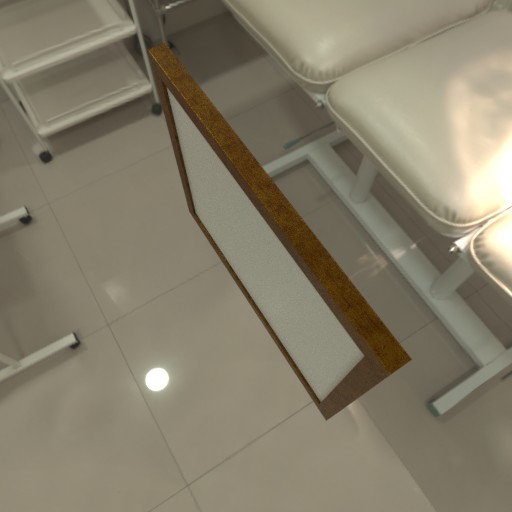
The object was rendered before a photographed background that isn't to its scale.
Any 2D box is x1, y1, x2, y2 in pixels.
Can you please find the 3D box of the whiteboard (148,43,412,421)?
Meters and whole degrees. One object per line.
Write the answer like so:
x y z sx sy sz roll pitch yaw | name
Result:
0.000 0.000 0.764 0.029 0.457 0.561 -29 68 -13 | whiteboard
